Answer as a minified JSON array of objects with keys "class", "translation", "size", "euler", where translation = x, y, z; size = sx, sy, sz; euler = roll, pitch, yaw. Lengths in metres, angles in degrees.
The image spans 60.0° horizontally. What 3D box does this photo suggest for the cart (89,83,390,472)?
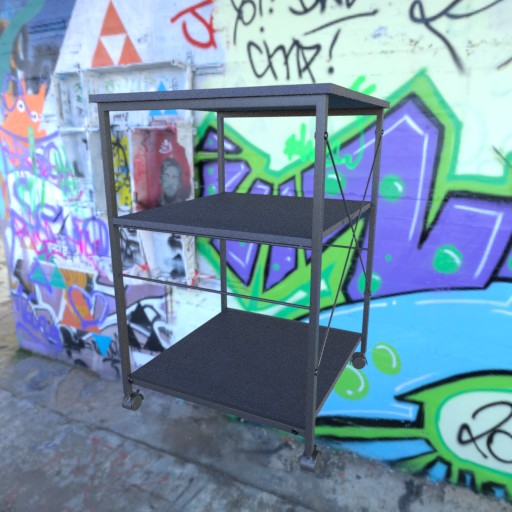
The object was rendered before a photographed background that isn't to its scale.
[{"class":"cart","translation":[0.000,0.000,1.137],"size":[0.520,0.762,0.521],"euler":[8,17,25]}]
